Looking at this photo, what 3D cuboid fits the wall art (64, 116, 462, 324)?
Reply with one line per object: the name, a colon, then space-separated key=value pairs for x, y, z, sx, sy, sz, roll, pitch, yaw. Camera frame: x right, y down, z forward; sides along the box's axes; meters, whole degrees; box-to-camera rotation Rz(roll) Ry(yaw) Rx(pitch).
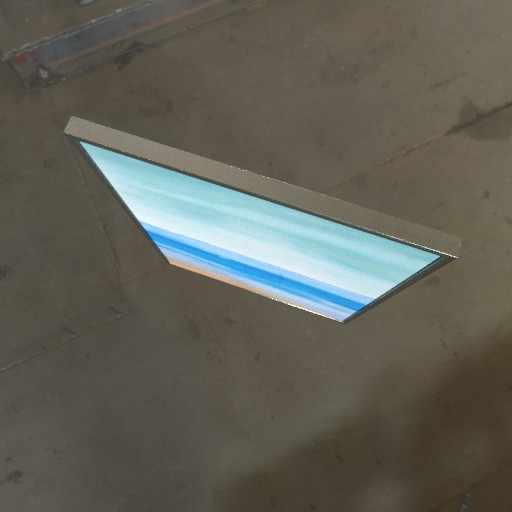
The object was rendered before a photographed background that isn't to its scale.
wall art: x=0.000 y=0.000 z=1.371 sx=0.803 sy=1.062 sz=0.041 roll=18 pitch=75 yaw=5
